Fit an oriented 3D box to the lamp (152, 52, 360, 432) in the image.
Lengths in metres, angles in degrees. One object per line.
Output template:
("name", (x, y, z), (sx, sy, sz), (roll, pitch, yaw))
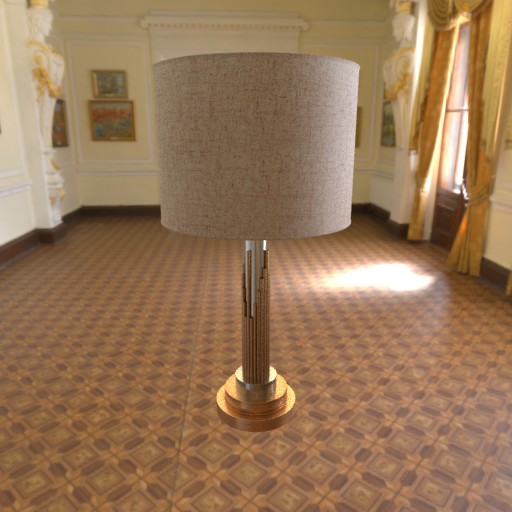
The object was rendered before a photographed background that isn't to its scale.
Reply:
("lamp", (0.000, 0.000, 0.782), (0.321, 0.610, 0.321), (3, 16, 9))
